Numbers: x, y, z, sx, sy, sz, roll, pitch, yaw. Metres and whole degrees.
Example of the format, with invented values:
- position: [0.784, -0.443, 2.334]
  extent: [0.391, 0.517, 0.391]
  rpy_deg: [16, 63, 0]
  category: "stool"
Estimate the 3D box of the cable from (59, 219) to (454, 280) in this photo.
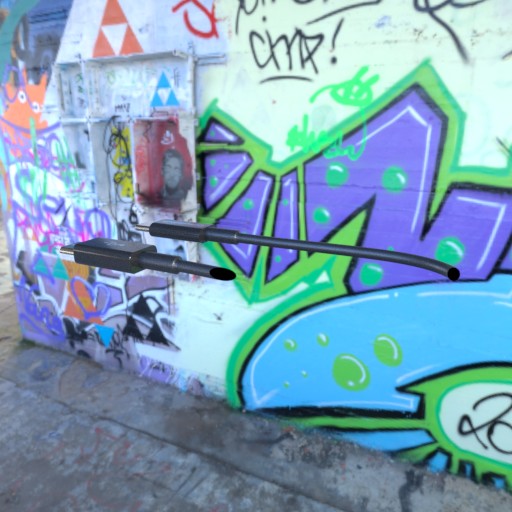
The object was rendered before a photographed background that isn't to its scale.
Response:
- position: [0.000, 0.000, 0.114]
  extent: [0.098, 0.006, 0.040]
  rpy_deg: [8, 18, 25]
  category: "cable"
